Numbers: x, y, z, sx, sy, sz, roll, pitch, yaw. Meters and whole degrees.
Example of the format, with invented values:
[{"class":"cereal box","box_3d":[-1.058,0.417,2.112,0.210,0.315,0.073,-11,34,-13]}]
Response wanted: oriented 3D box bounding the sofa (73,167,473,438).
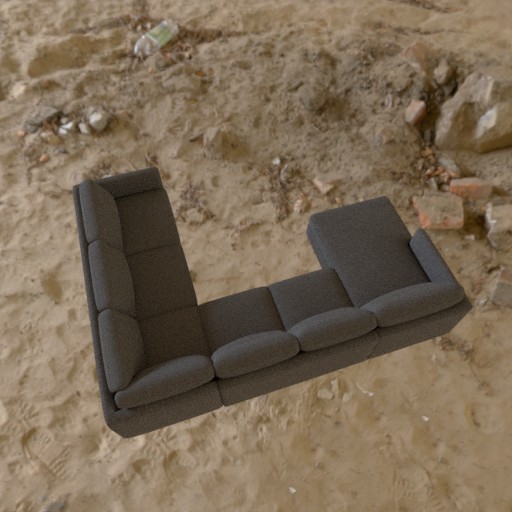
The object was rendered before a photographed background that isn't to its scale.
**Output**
[{"class":"sofa","box_3d":[0.000,0.000,4.465,3.238,0.853,2.551,-15,59,-9]}]
